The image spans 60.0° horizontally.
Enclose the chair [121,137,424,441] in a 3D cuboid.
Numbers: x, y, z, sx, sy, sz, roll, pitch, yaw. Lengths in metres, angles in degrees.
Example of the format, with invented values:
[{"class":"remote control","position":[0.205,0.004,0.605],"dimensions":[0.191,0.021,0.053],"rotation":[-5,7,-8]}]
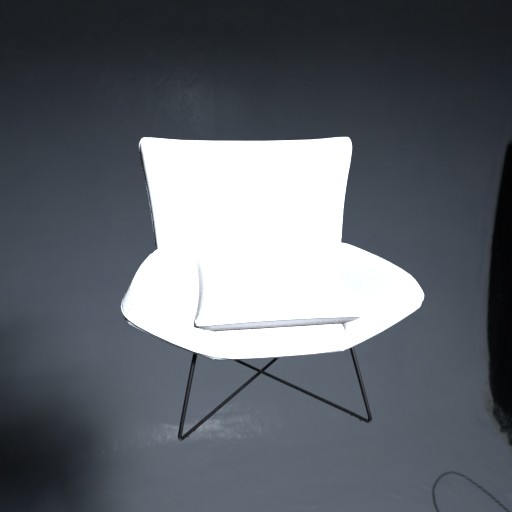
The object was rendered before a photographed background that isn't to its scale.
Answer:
[{"class":"chair","position":[0.000,0.000,1.666],"dimensions":[0.859,0.855,1.008],"rotation":[-2,16,-8]}]
